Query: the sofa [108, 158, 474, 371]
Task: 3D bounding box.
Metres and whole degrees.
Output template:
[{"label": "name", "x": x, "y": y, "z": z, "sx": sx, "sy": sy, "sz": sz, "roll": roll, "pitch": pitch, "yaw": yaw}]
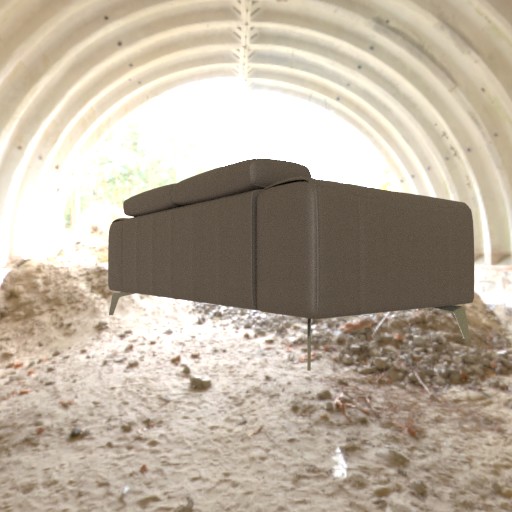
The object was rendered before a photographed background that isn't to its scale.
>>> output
[{"label": "sofa", "x": 0.000, "y": 0.000, "z": 2.436, "sx": 1.024, "sy": 0.753, "sz": 1.930, "roll": 1, "pitch": -1, "yaw": -37}]
